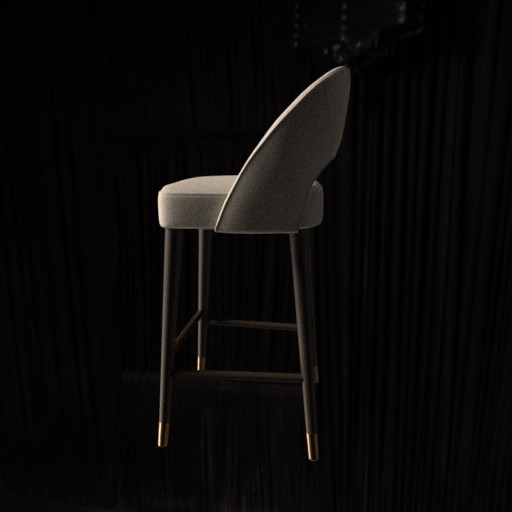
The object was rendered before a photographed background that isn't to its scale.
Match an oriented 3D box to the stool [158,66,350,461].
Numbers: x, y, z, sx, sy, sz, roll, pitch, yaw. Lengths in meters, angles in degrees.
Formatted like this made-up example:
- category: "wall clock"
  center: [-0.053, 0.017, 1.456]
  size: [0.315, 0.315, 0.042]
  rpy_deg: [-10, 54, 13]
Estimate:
- category: "stool"
  center: [0.000, 0.000, 1.335]
  size: [0.509, 1.037, 0.494]
  rpy_deg: [2, 13, 8]
